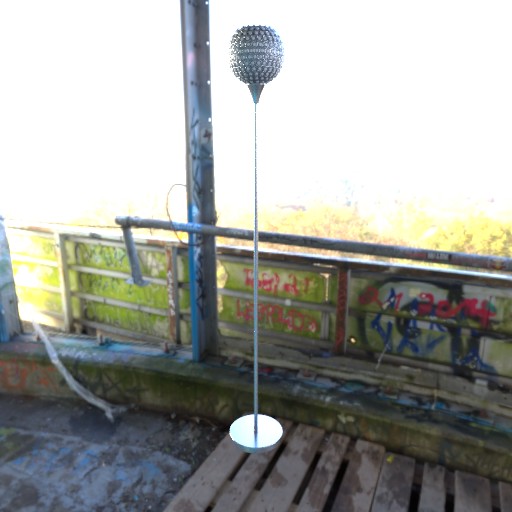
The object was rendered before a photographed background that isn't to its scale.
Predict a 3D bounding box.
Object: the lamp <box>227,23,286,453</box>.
[{"bbox_3d":[0.000,0.000,1.925,0.254,1.805,0.254,0,15,0],"label":"lamp"}]
